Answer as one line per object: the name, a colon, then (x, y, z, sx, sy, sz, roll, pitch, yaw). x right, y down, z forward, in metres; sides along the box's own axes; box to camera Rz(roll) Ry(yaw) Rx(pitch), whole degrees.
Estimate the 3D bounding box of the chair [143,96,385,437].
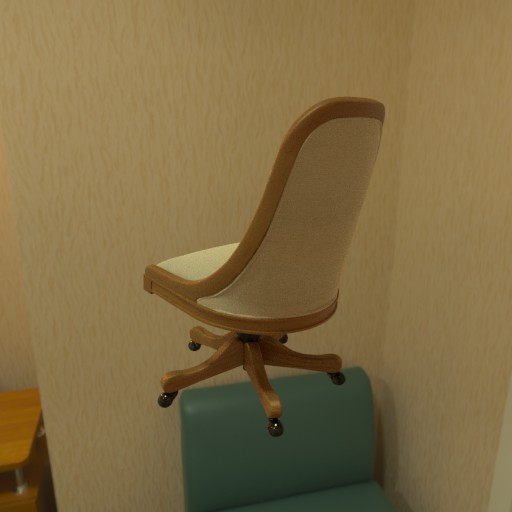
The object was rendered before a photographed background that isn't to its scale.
chair: (0.000, 0.000, 1.552, 0.811, 1.009, 0.702, 15, 22, 43)
